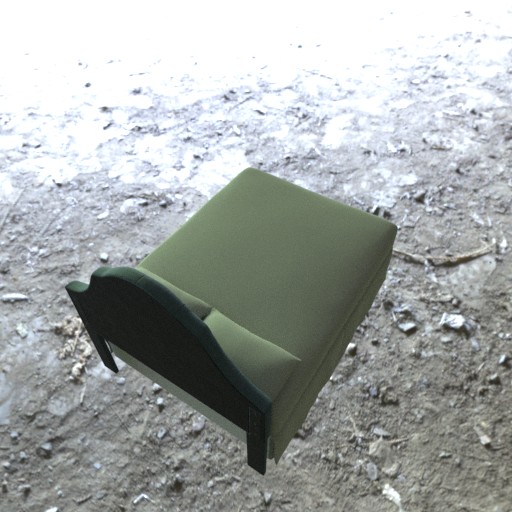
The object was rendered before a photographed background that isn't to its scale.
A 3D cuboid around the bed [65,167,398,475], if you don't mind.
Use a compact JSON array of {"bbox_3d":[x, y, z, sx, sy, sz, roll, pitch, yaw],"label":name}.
[{"bbox_3d":[0.000,0.000,3.335,1.636,1.575,2.155,26,53,22],"label":"bed"}]
